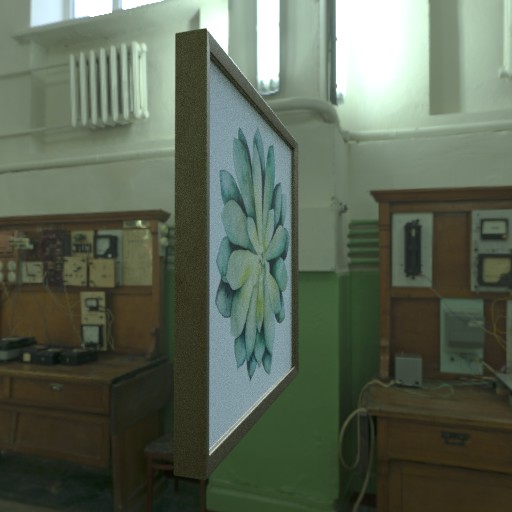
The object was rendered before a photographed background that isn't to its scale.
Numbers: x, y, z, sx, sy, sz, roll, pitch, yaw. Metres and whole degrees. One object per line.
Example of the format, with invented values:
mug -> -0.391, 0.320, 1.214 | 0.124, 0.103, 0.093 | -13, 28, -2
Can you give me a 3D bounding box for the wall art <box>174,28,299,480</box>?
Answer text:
wall art -> 0.000, 0.000, 0.741 | 0.040, 0.506, 0.503 | 0, -1, 17
